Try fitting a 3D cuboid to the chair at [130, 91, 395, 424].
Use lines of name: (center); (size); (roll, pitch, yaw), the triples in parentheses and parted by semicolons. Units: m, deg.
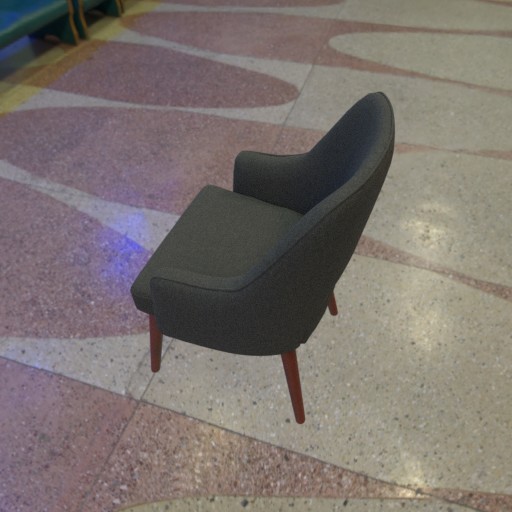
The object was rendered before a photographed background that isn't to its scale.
chair: (0.000, 0.000, 1.196); (0.560, 0.838, 0.559); (15, 49, 14)
